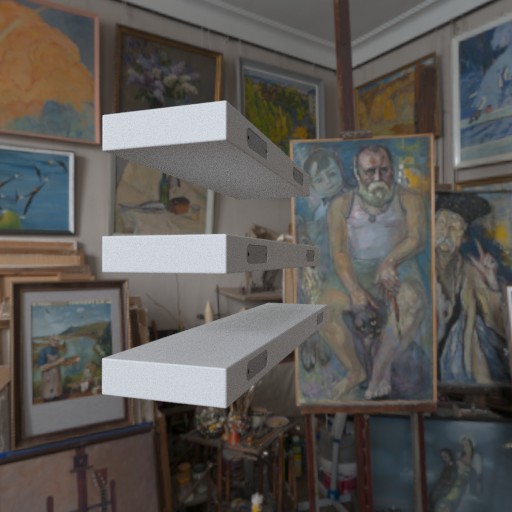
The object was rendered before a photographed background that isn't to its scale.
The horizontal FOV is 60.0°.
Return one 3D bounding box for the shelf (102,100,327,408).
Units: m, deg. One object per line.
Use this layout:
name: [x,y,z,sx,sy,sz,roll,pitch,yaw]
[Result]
shelf: [0.000,0.000,0.731,0.140,0.293,0.610,0,0,18]
